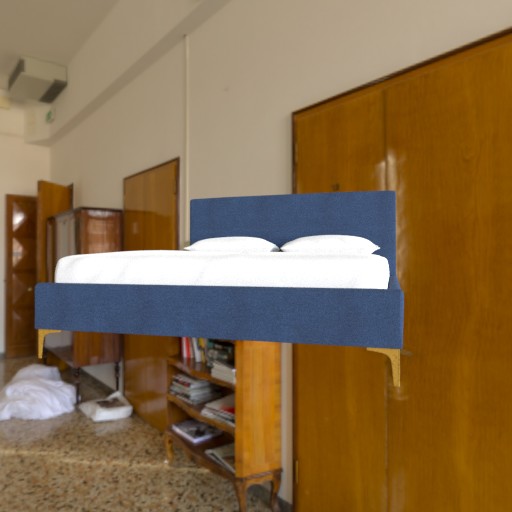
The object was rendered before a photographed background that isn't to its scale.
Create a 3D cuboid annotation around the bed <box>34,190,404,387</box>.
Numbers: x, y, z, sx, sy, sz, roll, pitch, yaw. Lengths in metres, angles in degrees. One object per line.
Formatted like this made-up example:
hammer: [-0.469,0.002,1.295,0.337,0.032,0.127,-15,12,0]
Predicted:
bed: [0.000,0.000,3.400,2.096,1.231,2.232,0,0,17]
